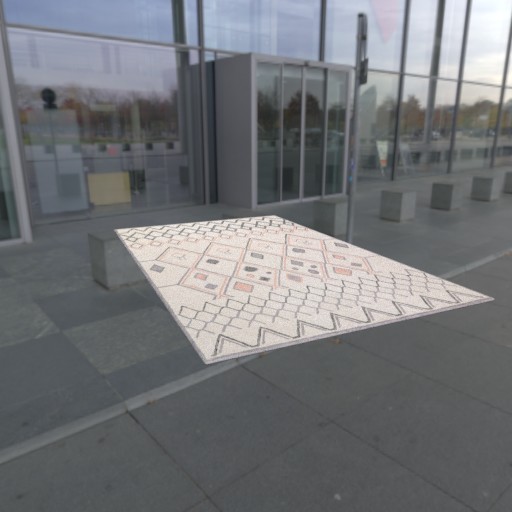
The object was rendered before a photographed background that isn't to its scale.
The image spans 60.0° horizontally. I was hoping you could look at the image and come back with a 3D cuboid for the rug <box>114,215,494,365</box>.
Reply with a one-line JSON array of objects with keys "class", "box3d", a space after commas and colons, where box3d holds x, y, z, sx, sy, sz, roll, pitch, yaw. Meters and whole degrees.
[{"class": "rug", "box3d": [0.000, 0.000, 2.984, 1.524, 0.015, 2.438, -7, 18, -24]}]
